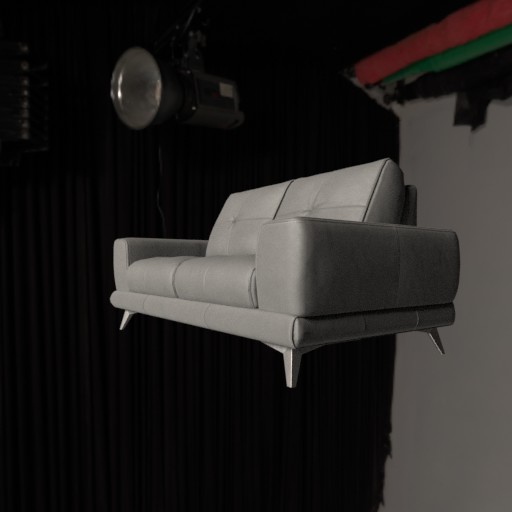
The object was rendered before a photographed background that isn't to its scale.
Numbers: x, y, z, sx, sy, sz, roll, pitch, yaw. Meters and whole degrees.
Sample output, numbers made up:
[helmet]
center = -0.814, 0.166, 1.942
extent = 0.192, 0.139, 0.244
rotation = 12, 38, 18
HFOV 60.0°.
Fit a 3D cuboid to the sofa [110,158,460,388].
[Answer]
[sofa]
center = 0.000, 0.000, 2.407
extent = 1.018, 0.907, 1.806
rotation = 1, -1, -36
